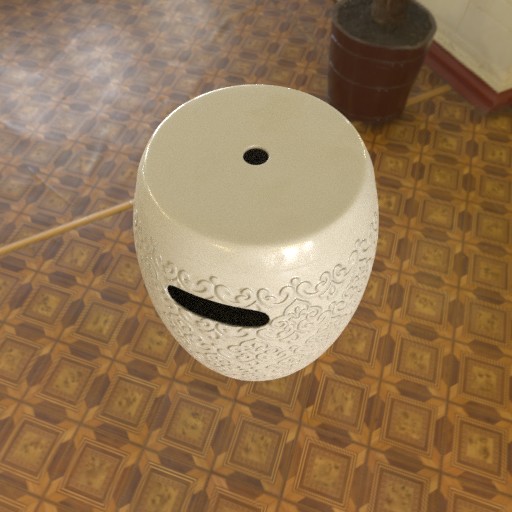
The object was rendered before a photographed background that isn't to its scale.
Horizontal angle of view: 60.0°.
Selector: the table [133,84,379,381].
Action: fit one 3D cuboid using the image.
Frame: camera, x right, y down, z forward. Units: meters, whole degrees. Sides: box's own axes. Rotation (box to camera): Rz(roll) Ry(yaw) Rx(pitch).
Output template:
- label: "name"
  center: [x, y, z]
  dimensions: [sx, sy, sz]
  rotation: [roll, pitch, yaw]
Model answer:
- label: "table"
  center: [0.000, 0.000, 0.622]
  dimensions: [0.309, 0.397, 0.309]
  rotation: [0, 58, 0]
